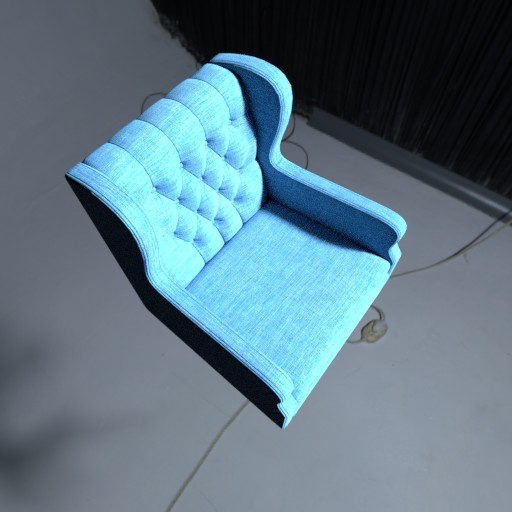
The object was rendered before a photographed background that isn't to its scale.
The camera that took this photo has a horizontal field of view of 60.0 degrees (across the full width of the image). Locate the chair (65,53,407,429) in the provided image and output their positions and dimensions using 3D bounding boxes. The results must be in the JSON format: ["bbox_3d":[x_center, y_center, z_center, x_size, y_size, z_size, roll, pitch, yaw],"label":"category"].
[{"bbox_3d":[0.000,0.000,1.504,0.775,0.952,0.711,33,65,18],"label":"chair"}]
